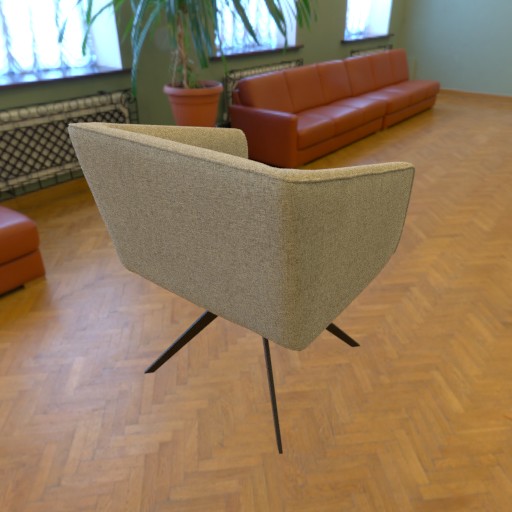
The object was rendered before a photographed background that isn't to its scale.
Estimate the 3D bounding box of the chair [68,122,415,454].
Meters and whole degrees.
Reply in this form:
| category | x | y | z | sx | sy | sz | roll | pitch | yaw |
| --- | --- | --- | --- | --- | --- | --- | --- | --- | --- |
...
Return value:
| category | x | y | z | sx | sy | sz | roll | pitch | yaw |
| --- | --- | --- | --- | --- | --- | --- | --- | --- | --- |
| chair | 0.000 | 0.000 | 1.235 | 0.628 | 0.760 | 0.623 | 21 | 36 | 32 |
